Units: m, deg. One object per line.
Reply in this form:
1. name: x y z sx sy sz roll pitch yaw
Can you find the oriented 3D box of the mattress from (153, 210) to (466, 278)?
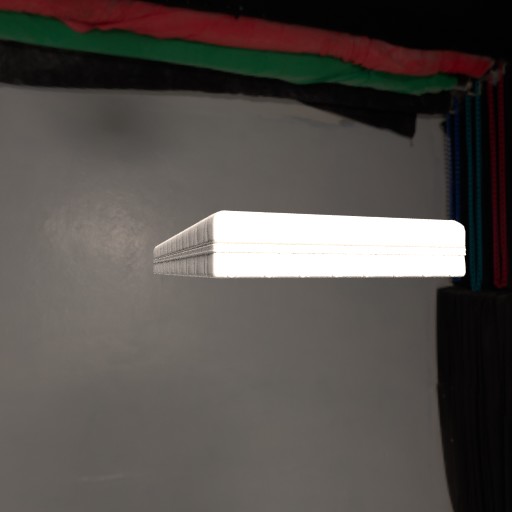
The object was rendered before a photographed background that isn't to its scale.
1. mattress: 0.000 0.000 2.351 0.900 0.200 2.000 1 -2 -18
